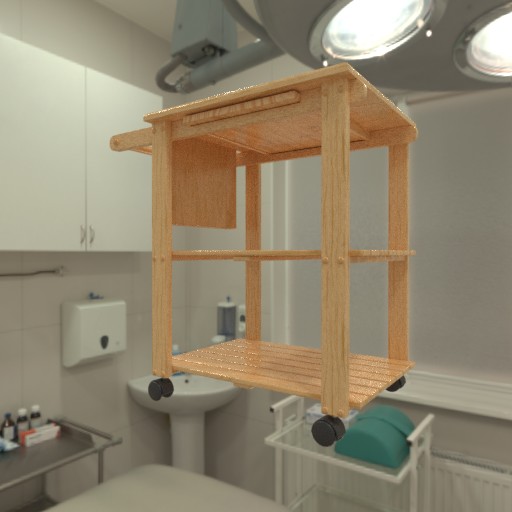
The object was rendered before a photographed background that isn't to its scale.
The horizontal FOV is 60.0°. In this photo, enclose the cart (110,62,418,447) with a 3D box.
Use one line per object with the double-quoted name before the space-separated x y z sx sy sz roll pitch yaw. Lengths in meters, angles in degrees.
"cart" 0.000 0.000 1.349 0.843 0.816 0.520 0 0 35
